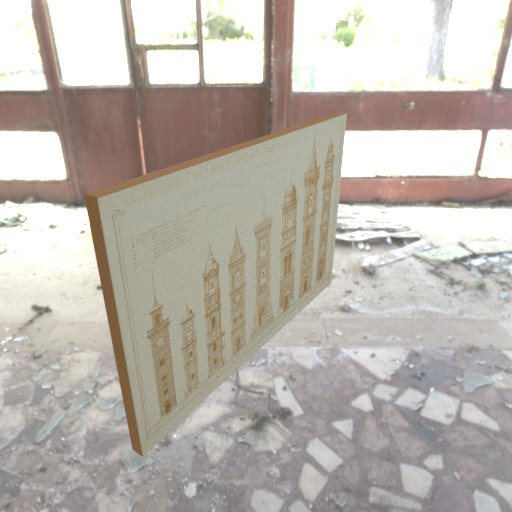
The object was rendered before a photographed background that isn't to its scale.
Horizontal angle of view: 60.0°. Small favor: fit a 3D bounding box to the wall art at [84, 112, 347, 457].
[{"bbox_3d":[0.000,0.000,1.182,0.033,0.608,0.915,18,33,31],"label":"wall art"}]
